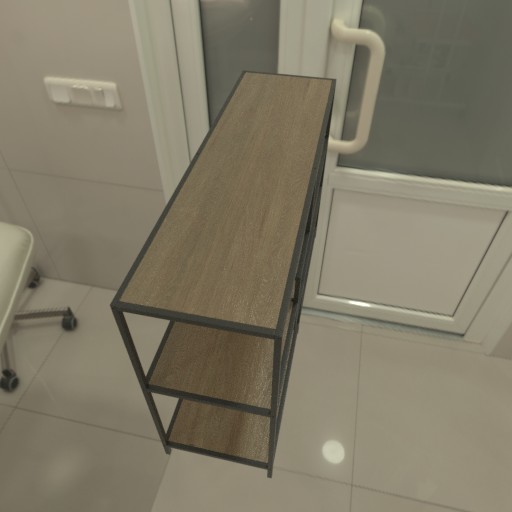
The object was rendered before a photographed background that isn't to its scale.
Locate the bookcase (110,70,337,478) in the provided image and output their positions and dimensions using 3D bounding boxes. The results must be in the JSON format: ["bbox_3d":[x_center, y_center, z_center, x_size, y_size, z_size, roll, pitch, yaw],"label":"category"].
[{"bbox_3d":[0.000,0.000,1.525,0.350,0.780,1.140,9,46,9],"label":"bookcase"}]
